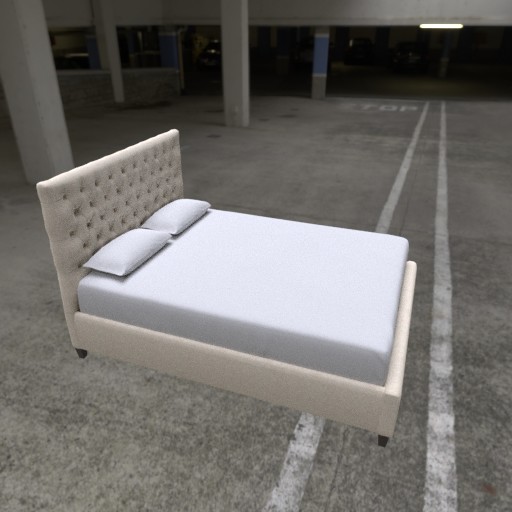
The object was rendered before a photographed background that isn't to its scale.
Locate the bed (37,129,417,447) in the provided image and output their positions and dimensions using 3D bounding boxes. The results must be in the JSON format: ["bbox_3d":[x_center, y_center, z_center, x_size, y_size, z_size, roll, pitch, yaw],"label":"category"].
[{"bbox_3d":[0.000,0.000,3.429,2.387,1.427,1.698,10,30,18],"label":"bed"}]
